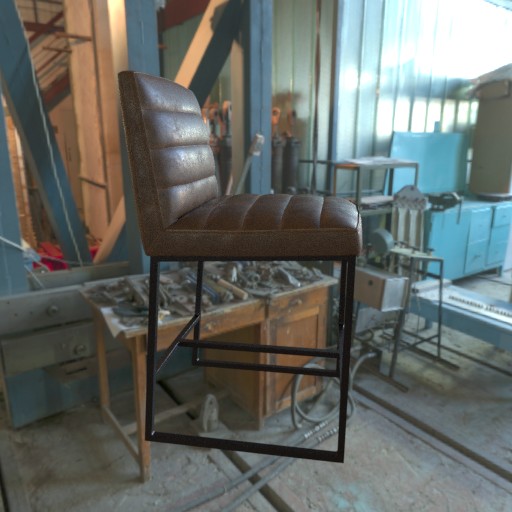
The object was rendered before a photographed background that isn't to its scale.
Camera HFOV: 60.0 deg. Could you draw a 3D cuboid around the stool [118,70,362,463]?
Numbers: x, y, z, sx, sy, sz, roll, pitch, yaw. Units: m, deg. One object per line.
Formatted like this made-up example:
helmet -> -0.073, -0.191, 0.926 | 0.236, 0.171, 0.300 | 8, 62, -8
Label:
stool -> 0.000, 0.000, 1.244 | 0.562, 0.942, 0.463 | 2, 15, 9
